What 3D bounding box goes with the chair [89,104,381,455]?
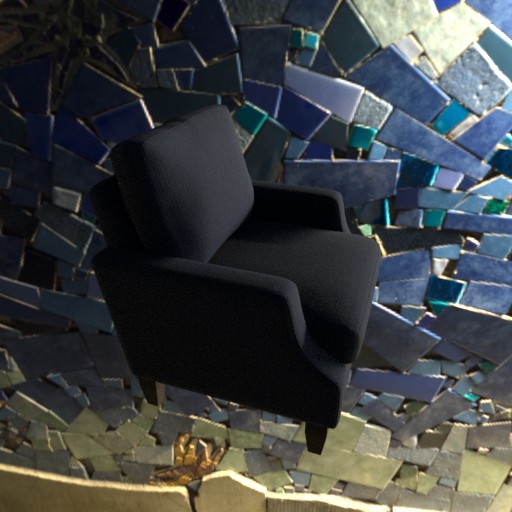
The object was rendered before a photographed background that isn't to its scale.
[{"bbox_3d":[0.000,0.000,1.685,0.897,0.991,0.855,10,31,17],"label":"chair"}]
